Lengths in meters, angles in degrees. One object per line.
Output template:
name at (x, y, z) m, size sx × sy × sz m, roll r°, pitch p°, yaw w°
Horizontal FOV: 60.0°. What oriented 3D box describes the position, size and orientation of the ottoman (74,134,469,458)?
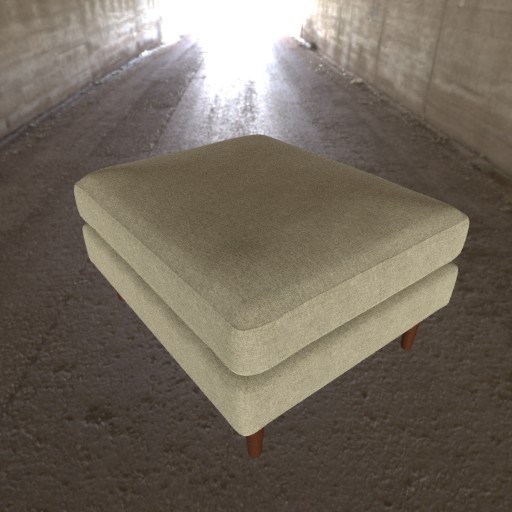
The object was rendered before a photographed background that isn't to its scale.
ottoman at (0.000, 0.000, 1.234) m, size 0.693 × 0.474 × 0.821 m, roll -22°, pitch 38°, yaw -31°
